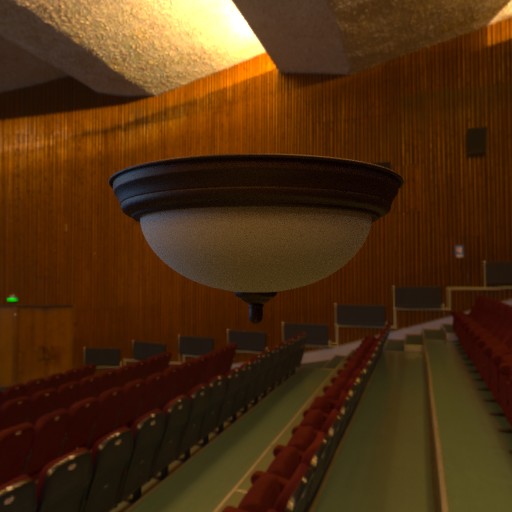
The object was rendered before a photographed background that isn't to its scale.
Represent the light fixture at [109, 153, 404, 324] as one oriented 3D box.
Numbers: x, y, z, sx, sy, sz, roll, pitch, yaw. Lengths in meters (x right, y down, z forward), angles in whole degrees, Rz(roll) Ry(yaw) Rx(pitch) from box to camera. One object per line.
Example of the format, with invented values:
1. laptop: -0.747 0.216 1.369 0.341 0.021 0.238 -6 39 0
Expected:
1. light fixture: 0.000 0.000 0.442 0.280 0.135 0.280 0 -1 0
